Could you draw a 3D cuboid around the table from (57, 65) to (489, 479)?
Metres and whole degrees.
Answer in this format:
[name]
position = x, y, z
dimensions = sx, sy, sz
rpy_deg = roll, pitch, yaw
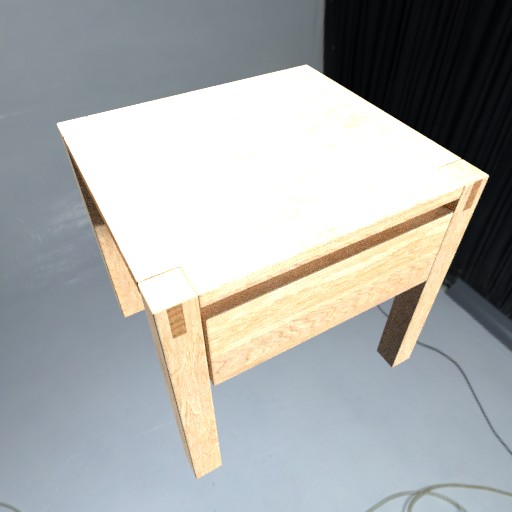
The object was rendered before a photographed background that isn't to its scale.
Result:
[table]
position = 0.000, 0.000, 0.810
dimensions = 0.480, 0.450, 0.440
rpy_deg = -22, 49, -21
